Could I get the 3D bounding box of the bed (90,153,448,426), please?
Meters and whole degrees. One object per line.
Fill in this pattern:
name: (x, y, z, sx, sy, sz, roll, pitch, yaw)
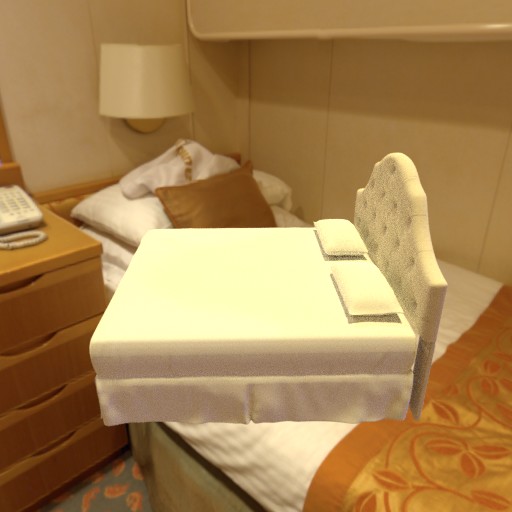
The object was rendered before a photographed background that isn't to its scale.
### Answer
bed: (0.000, 0.000, 3.571, 2.214, 1.615, 2.008, -1, 25, -1)
